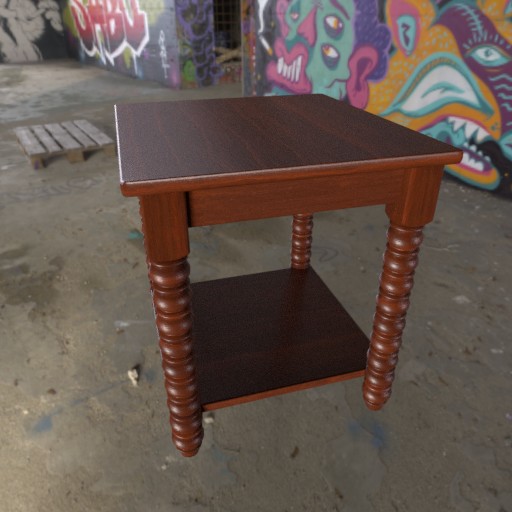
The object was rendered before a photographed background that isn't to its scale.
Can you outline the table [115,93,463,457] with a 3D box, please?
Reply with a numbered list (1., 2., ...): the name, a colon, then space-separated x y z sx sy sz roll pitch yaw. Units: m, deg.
1. table: 0.000 0.000 0.960 0.500 0.567 0.533 -8 30 -14
